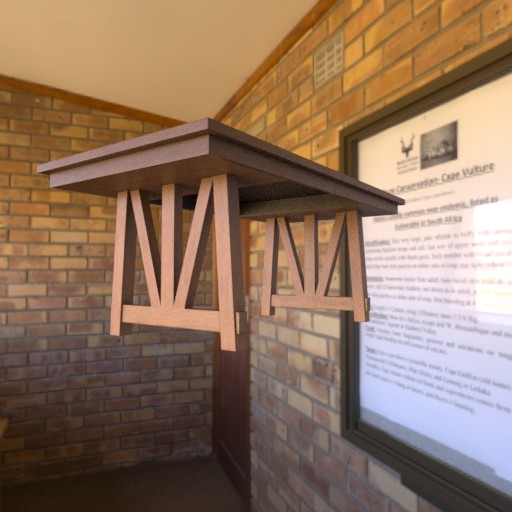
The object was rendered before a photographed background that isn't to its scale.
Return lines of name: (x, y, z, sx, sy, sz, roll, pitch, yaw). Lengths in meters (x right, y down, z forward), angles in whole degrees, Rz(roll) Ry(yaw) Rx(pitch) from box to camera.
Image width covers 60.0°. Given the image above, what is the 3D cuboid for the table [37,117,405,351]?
table: (0.000, 0.000, 2.400, 1.016, 0.768, 1.881, -2, -3, 36)
